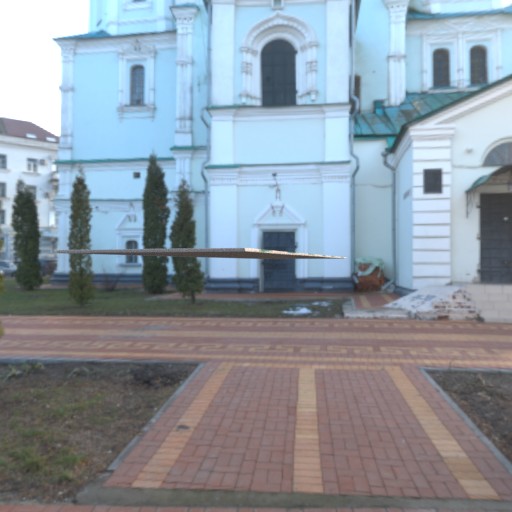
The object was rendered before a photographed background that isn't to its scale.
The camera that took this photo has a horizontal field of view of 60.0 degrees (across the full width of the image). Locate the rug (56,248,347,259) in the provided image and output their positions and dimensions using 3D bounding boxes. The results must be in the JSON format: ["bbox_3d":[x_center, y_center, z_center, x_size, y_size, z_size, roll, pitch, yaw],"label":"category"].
[{"bbox_3d":[0.000,0.000,2.700,0.768,0.012,2.438,0,-1,19],"label":"rug"}]
